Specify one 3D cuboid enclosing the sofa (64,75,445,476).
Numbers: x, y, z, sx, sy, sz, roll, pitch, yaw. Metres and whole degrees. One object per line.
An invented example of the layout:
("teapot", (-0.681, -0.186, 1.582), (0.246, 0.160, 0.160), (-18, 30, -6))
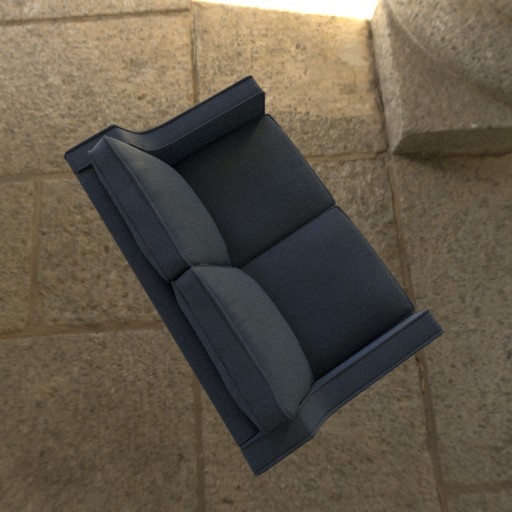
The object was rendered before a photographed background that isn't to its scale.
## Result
("sofa", (0.000, 0.000, 2.111), (0.987, 0.971, 1.501), (-32, 78, -8))
